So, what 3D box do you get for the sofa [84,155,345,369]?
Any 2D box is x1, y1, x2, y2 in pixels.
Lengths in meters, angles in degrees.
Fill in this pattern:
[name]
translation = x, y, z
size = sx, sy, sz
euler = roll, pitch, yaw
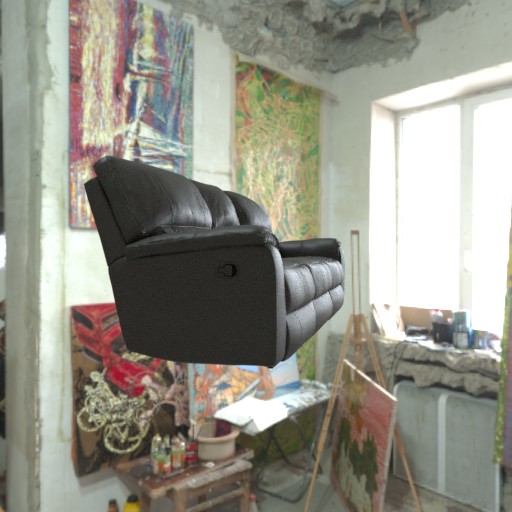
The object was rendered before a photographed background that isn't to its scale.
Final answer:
[sofa]
translation = 0.000, 0.000, 3.336
size = 1.104, 1.134, 2.627
euler = 0, 1, 18
